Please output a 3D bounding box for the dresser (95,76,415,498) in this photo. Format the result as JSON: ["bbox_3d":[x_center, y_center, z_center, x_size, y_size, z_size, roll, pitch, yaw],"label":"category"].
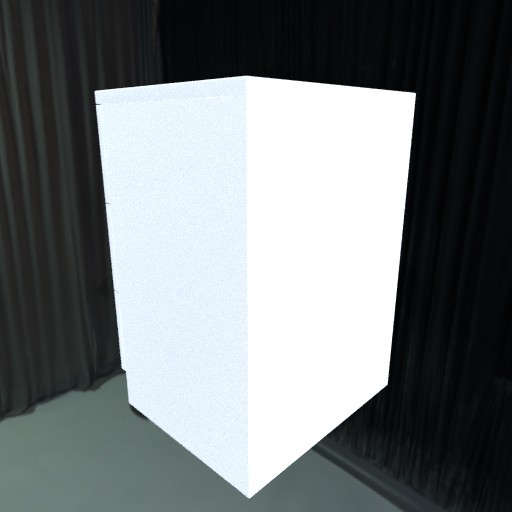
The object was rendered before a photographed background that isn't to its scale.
[{"bbox_3d":[0.000,0.000,0.807,0.360,0.560,0.400,16,23,42],"label":"dresser"}]
